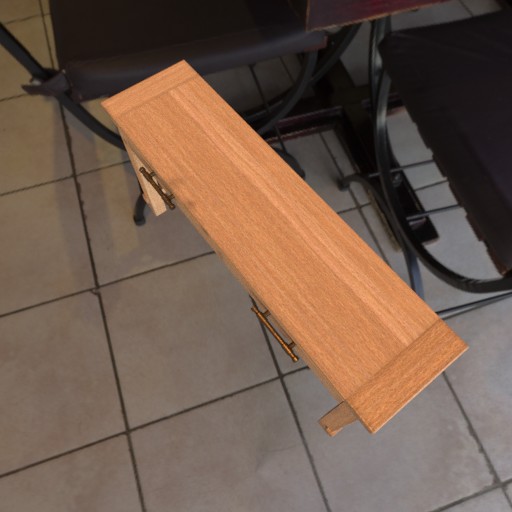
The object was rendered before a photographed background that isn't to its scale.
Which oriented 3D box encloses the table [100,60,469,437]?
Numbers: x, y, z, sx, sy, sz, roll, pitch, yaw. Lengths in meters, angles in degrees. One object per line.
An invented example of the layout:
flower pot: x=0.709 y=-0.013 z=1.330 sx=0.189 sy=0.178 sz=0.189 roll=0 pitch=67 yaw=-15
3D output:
table: x=0.000 y=0.000 z=1.933 sx=0.442 sy=0.762 sz=1.599 roll=-35 pitch=69 yaw=-15
